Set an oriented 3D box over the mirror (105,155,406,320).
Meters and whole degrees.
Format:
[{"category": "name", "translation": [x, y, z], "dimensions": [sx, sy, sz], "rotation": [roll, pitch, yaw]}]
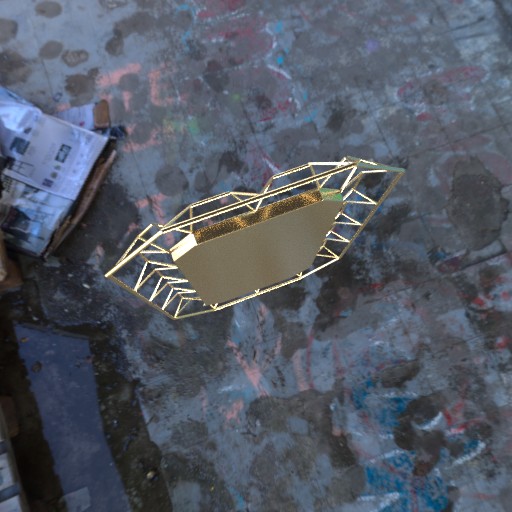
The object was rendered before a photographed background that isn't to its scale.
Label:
[{"category": "mirror", "translation": [0.000, 0.000, 1.104], "dimensions": [0.572, 0.870, 0.051], "rotation": [-20, 76, -5]}]
